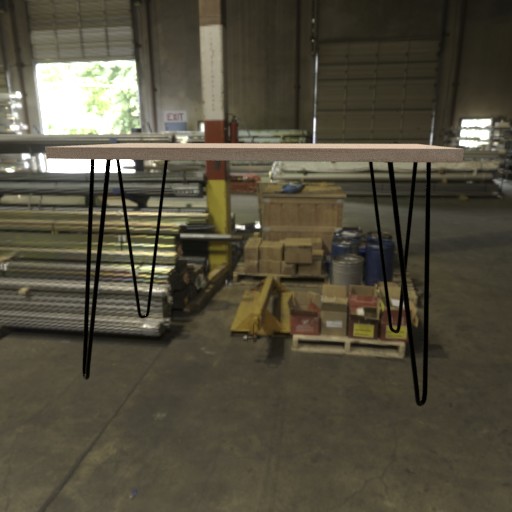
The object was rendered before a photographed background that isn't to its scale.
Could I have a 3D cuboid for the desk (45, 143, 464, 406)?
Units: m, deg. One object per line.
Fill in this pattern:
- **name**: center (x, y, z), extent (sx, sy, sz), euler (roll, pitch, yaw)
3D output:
- **desk**: center (0.000, 0.000, 1.363), extent (0.991, 0.660, 0.499), euler (2, 16, 8)
